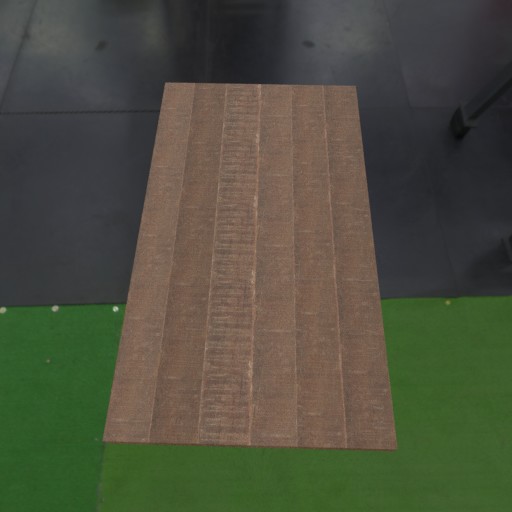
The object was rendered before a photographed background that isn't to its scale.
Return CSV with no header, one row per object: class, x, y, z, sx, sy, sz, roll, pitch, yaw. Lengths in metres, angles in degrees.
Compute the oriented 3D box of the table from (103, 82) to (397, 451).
table,0.000,0.000,1.723,0.800,0.440,1.400,1,62,1
